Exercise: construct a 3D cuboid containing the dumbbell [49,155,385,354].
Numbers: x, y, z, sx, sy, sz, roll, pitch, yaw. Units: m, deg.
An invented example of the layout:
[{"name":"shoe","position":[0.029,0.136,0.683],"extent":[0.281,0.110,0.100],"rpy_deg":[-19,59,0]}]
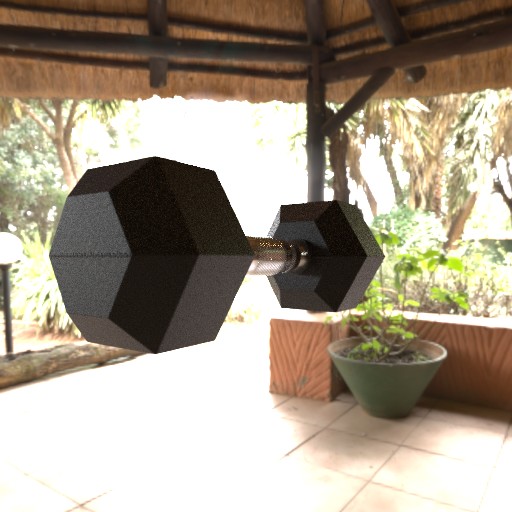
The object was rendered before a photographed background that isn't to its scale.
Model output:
[{"name":"dumbbell","position":[0.000,0.000,0.345],"extent":[0.116,0.101,0.297],"rpy_deg":[0,0,35]}]
